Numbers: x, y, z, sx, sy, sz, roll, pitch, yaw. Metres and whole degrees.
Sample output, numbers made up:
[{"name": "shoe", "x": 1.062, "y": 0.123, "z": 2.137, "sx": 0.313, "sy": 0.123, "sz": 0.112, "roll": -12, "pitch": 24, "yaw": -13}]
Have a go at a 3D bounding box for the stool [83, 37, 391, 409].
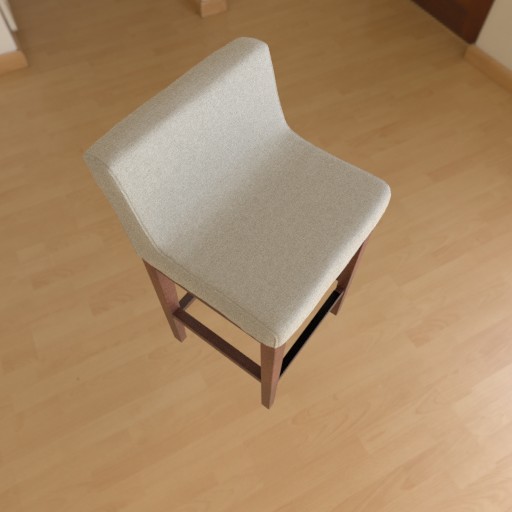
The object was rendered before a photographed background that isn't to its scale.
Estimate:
[{"name": "stool", "x": 0.000, "y": 0.000, "z": 1.262, "sx": 0.500, "sy": 0.937, "sz": 0.511, "roll": 32, "pitch": 63, "yaw": 19}]
